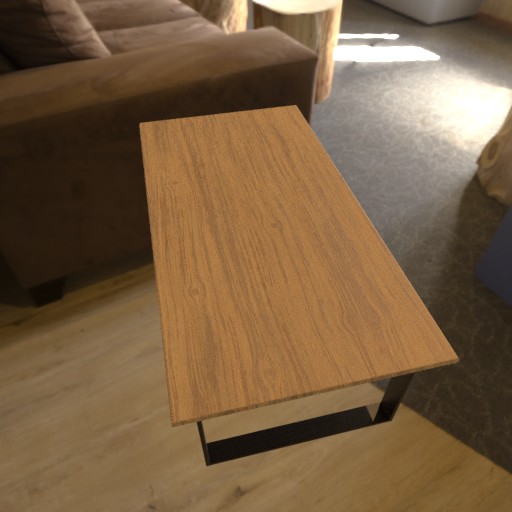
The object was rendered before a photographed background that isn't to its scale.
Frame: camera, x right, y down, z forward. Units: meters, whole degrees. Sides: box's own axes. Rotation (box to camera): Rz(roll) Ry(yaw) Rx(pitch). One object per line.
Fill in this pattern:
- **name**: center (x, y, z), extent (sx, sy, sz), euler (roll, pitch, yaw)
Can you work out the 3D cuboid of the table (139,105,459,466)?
- **table**: center (0.000, 0.000, 1.620), extent (0.693, 0.445, 1.331), euler (-10, 46, -9)
